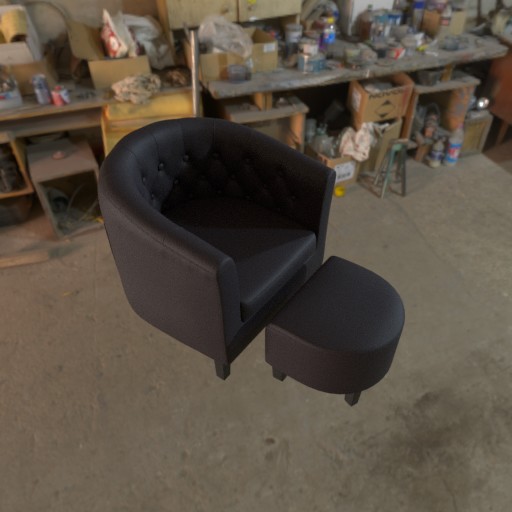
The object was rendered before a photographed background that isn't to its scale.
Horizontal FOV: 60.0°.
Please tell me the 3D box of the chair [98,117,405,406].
[{"bbox_3d":[0.000,0.000,1.717,1.191,0.760,0.763,25,46,27],"label":"chair"}]
